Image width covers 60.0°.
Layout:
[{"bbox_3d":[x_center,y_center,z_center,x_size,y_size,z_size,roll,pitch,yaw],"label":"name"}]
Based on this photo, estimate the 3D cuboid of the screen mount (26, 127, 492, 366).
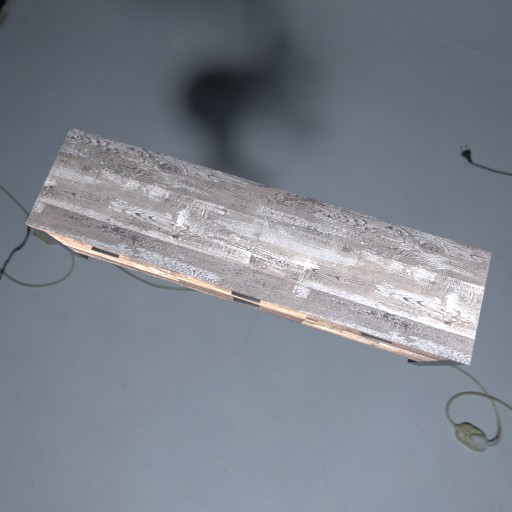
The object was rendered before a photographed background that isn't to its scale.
[{"bbox_3d":[0.000,0.000,1.707,1.524,0.450,0.395,17,76,4],"label":"screen mount"}]
